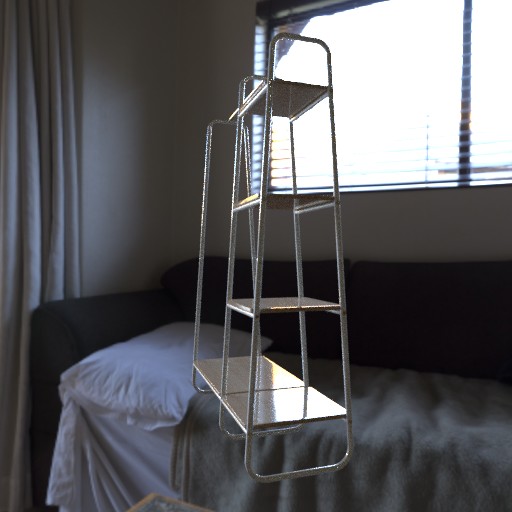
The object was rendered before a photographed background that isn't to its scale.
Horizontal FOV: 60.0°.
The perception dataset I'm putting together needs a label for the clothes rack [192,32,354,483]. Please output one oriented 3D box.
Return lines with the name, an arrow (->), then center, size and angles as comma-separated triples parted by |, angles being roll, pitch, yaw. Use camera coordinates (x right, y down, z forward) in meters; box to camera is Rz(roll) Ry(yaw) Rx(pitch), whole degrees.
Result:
clothes rack -> 0.000, 0.000, 1.977 | 0.400, 1.500, 1.011 | 0, 0, -18
